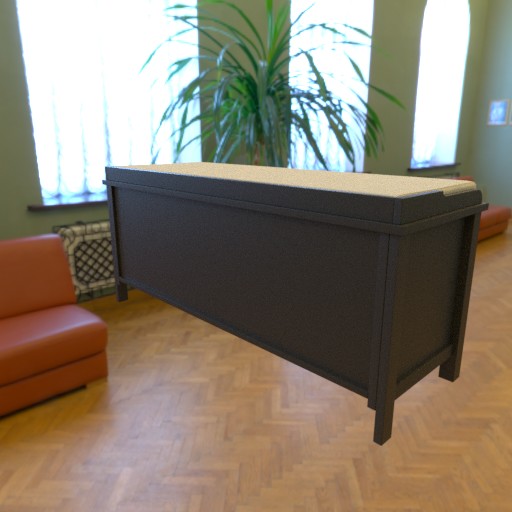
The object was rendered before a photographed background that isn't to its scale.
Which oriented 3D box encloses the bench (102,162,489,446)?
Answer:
[{"bbox_3d":[0.000,0.000,1.341,0.398,0.501,1.140,-14,21,-42],"label":"bench"}]
